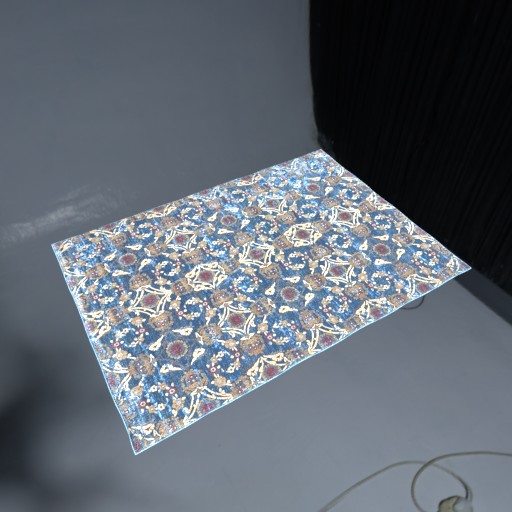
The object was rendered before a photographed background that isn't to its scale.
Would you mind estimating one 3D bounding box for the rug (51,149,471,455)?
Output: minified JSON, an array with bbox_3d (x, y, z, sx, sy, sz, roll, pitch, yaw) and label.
[{"bbox_3d":[0.000,0.000,2.847,2.207,0.014,1.567,-23,50,-21],"label":"rug"}]
